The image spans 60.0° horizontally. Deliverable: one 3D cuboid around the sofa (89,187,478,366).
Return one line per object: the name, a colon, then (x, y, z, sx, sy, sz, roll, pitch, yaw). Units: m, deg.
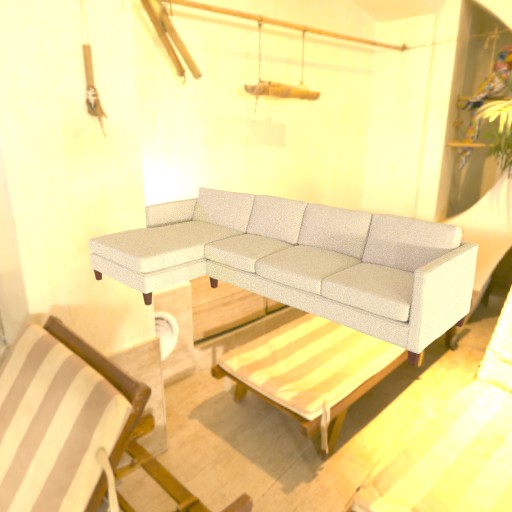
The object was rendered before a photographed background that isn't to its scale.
sofa: (0.000, 0.000, 3.942, 3.186, 0.846, 1.625, 16, 23, 42)
